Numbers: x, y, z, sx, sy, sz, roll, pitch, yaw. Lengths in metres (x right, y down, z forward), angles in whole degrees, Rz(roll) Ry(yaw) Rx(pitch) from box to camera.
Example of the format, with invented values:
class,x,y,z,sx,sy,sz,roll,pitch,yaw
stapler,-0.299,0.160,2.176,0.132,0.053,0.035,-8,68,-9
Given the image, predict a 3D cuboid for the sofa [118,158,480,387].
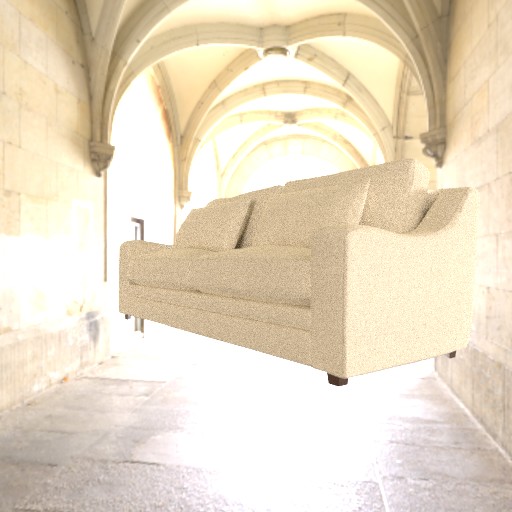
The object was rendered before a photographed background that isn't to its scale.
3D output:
class,x,y,z,sx,sy,sz,roll,pitch,yaw
sofa,0.000,0.000,2.922,1.009,1.022,2.470,0,0,-37
